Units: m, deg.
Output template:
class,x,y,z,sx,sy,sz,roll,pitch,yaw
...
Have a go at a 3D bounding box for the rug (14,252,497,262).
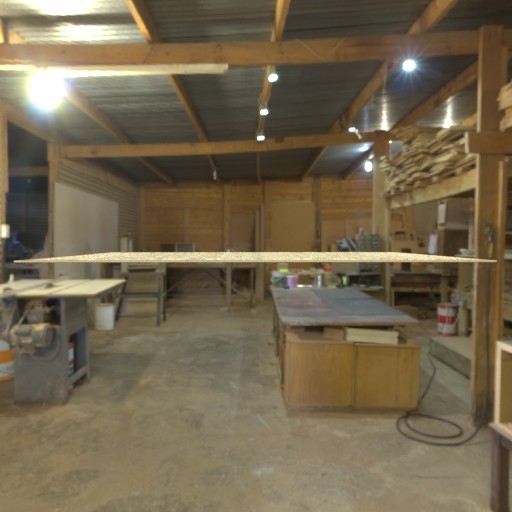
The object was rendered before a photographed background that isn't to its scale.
class,x,y,z,sx,sy,sz,roll,pitch,yaw
rug,0.000,0.000,2.984,2.438,0.011,1.524,0,2,-1
